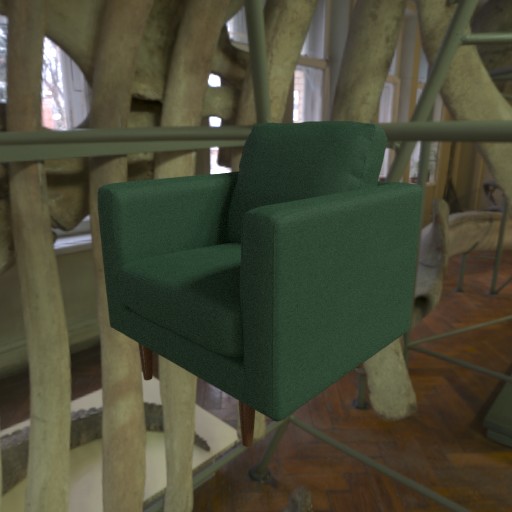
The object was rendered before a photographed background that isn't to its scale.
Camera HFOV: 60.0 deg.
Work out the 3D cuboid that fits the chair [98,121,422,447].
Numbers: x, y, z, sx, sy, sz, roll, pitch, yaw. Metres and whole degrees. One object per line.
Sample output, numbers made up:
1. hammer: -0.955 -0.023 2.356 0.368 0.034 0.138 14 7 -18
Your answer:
1. chair: 0.000 0.000 1.578 0.855 0.927 0.800 14 21 42
